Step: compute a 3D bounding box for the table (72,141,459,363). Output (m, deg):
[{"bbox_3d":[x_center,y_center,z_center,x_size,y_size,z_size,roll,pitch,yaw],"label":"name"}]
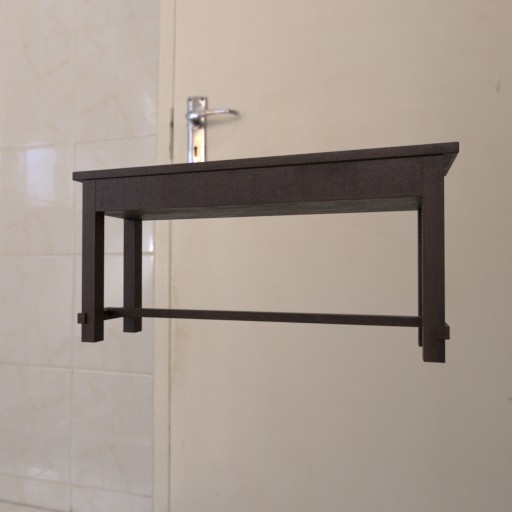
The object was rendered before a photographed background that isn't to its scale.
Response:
[{"bbox_3d":[0.000,0.000,1.957,1.599,0.762,0.442,-1,-2,17],"label":"table"}]
